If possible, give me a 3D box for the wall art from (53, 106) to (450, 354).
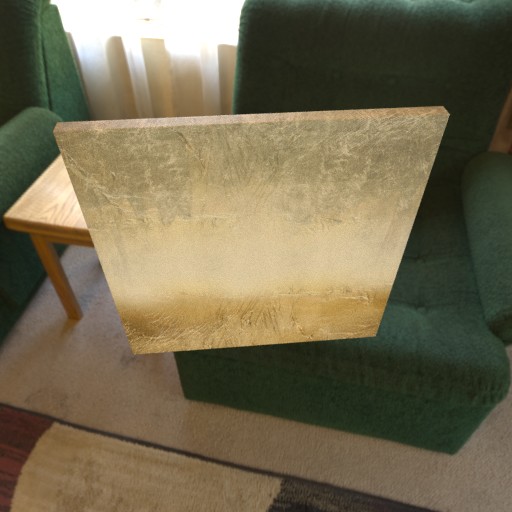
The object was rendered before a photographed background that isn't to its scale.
[{"bbox_3d":[0.000,0.000,1.622,1.092,1.091,0.051,-4,45,-4],"label":"wall art"}]
